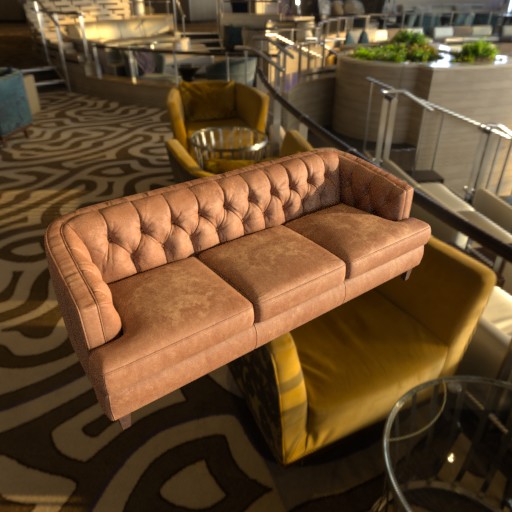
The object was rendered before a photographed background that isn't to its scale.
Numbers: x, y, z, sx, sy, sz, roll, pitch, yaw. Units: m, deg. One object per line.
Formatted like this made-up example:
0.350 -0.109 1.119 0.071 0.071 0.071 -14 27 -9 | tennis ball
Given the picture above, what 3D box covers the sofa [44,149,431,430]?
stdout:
0.000 0.000 2.689 2.257 0.791 0.922 -21 37 -31 | sofa
